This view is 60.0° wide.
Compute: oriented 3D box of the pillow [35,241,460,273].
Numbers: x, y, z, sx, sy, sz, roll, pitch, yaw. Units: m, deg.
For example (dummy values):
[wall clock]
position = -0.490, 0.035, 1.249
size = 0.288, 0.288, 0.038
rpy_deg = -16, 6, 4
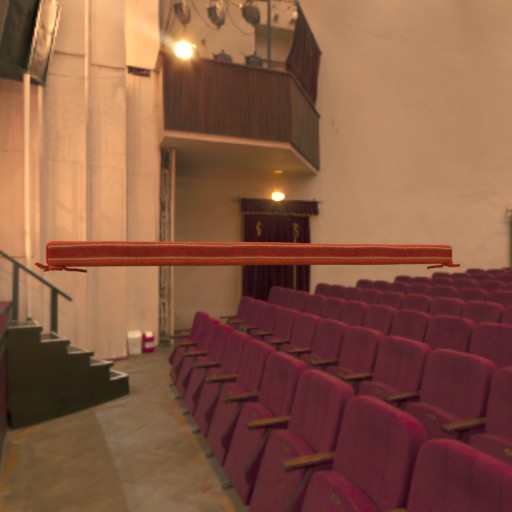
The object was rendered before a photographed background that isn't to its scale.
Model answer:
[pillow]
position = 0.000, 0.000, 1.371
size = 1.187, 0.081, 0.492
rpy_deg = 0, 0, -19
